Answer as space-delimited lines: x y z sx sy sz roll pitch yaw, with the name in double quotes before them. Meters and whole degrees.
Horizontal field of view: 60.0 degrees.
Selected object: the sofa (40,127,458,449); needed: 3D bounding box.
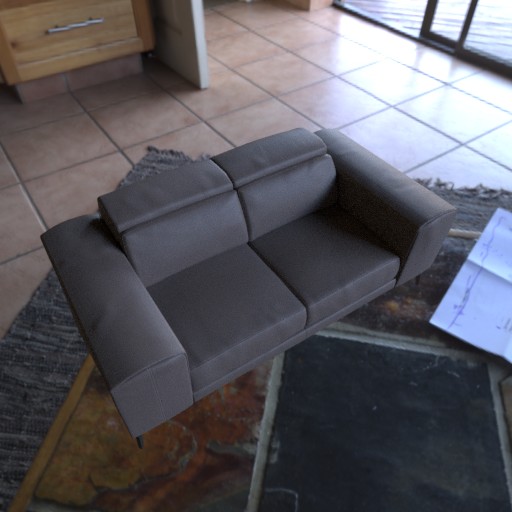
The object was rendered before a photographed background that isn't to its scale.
"sofa" 0.000 0.000 2.377 1.895 0.779 1.003 -25 50 -23
